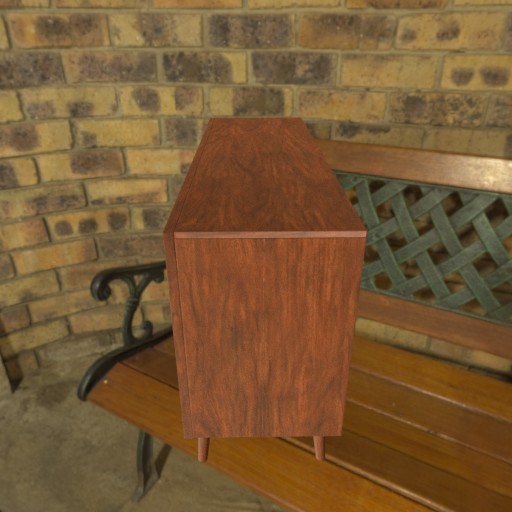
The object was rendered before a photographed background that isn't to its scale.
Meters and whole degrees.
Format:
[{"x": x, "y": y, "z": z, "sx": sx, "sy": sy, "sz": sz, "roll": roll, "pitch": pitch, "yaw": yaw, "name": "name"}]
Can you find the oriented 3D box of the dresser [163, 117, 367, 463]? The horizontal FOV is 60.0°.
[{"x": 0.000, "y": 0.000, "z": 1.895, "sx": 0.500, "sy": 0.889, "sz": 1.472, "roll": 0, "pitch": 27, "yaw": -1, "name": "dresser"}]
